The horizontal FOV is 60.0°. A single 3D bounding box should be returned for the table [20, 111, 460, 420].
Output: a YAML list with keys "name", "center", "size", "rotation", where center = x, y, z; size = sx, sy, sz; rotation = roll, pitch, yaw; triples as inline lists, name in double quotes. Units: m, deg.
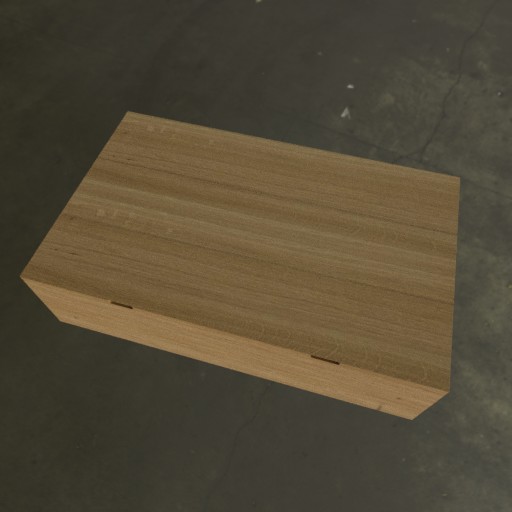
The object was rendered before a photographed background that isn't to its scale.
- name: "table"
  center: [0.000, 0.000, 1.414]
  size: [1.110, 0.353, 0.678]
  rotation: [14, 59, 8]
